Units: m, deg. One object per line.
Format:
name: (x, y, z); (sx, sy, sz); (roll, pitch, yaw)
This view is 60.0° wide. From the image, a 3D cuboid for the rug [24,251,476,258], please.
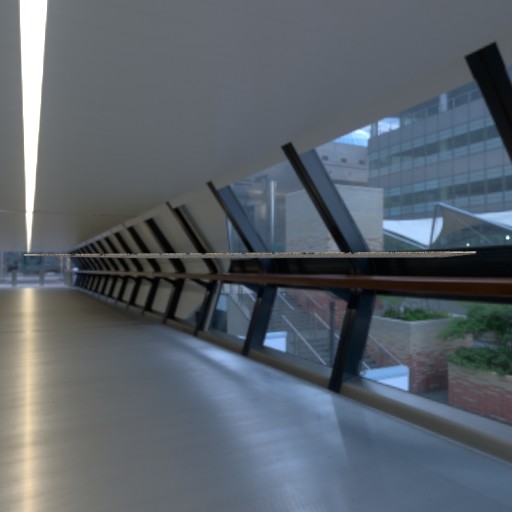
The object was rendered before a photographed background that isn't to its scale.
rug: (0.000, 0.000, 2.434); (2.006, 0.008, 1.196); (0, -1, 17)
